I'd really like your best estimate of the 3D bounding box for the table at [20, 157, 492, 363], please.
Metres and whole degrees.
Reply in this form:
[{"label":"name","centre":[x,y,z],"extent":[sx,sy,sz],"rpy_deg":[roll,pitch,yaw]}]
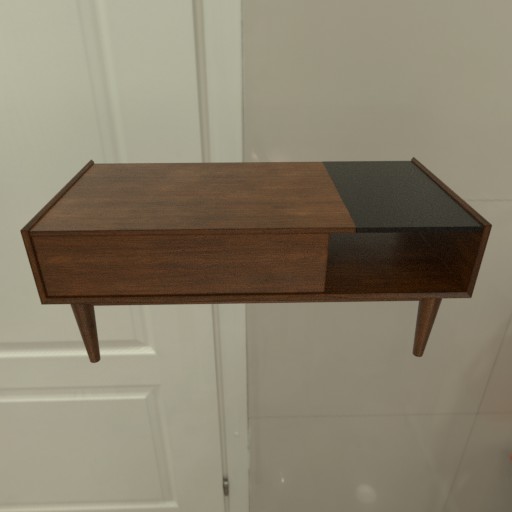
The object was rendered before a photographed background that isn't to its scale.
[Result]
[{"label":"table","centre":[0.000,0.000,1.536],"extent":[1.221,0.508,0.610],"rpy_deg":[-1,29,-1]}]
